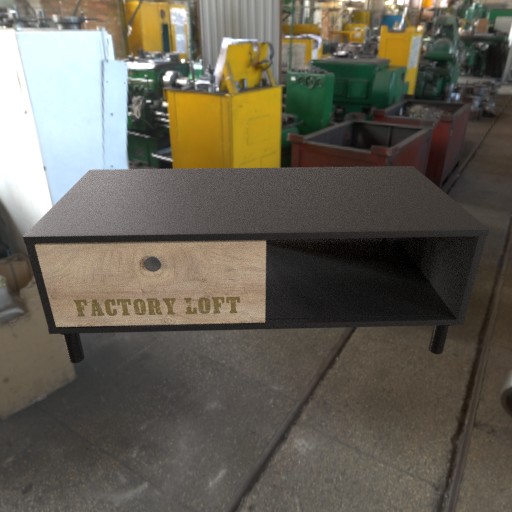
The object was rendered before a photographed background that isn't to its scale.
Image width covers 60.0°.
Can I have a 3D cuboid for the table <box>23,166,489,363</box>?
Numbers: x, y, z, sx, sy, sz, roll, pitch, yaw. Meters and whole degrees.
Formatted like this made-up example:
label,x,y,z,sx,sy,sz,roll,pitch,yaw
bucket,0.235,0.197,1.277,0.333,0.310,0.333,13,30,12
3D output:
label,x,y,z,sx,sy,sz,roll,pitch,yaw
table,0.000,0.000,1.369,1.100,0.400,0.550,-1,28,-2
